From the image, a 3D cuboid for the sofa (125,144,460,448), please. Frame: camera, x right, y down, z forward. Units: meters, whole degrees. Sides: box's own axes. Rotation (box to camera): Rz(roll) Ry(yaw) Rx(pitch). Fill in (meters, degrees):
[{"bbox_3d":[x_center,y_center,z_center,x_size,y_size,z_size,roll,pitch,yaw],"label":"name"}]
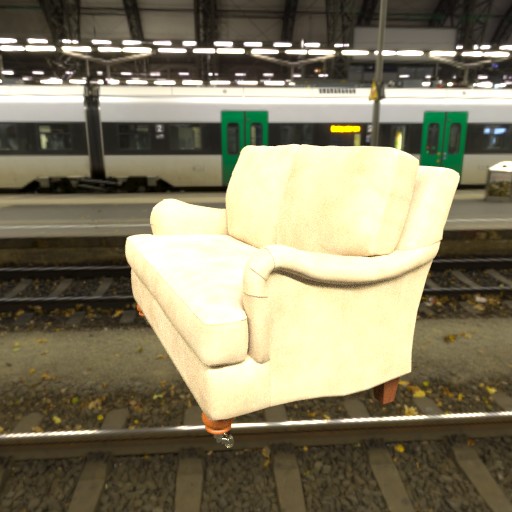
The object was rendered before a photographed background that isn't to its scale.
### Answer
[{"bbox_3d":[0.000,0.000,2.227,1.086,1.087,1.498,-7,16,-24],"label":"sofa"}]
